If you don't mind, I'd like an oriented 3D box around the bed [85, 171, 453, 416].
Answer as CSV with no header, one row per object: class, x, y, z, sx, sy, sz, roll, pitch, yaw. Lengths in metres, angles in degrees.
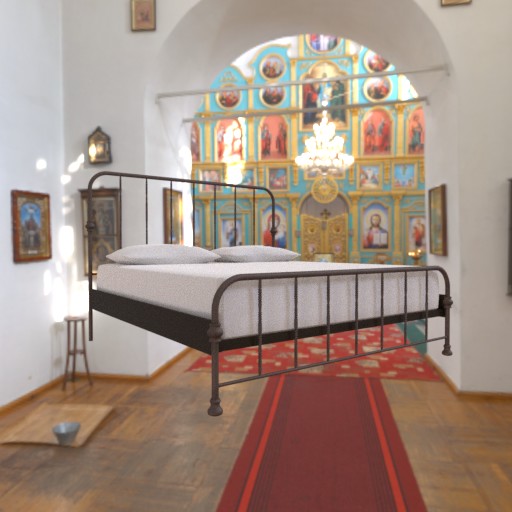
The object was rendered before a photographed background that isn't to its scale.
bed,0.000,0.000,3.488,2.044,1.446,2.134,-1,1,-36
